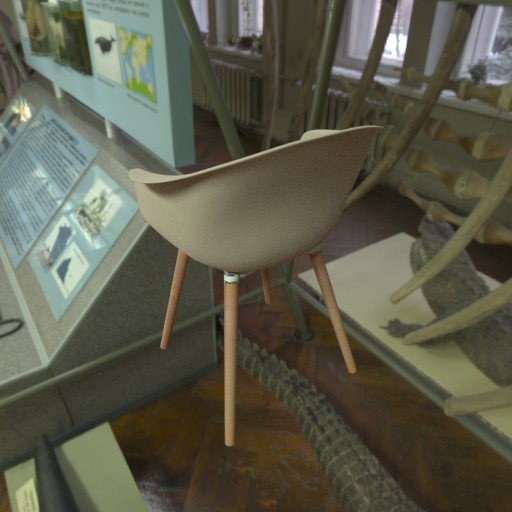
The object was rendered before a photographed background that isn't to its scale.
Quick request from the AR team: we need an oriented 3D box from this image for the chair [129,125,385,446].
[{"bbox_3d":[0.000,0.000,1.175,0.593,0.781,0.504,-20,37,-29],"label":"chair"}]
